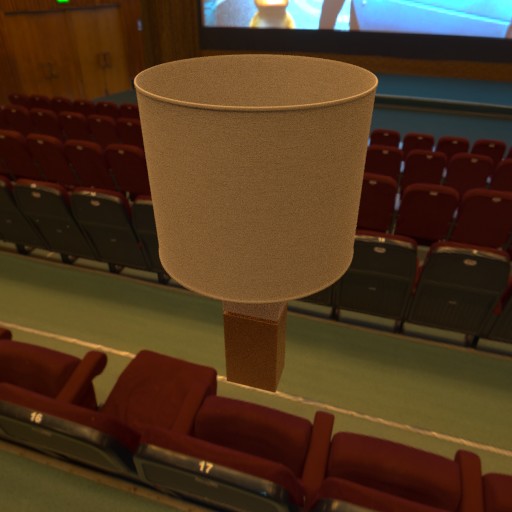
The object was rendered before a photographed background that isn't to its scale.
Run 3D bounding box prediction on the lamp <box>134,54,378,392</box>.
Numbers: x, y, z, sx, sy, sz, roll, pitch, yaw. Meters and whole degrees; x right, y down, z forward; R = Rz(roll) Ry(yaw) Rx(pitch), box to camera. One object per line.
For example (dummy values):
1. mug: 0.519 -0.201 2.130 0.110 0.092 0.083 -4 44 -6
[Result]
1. lamp: 0.000 0.000 0.541 0.229 0.417 0.229 10 35 14
